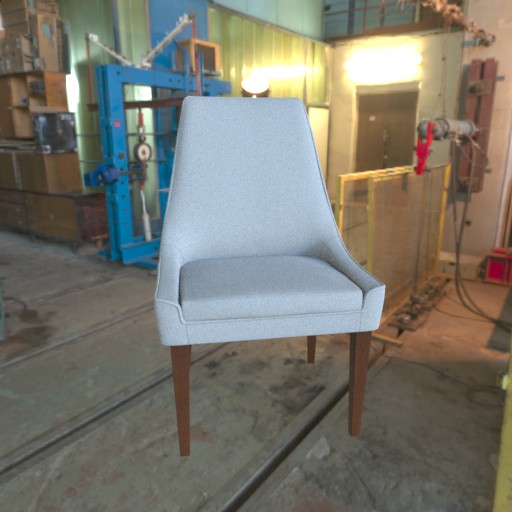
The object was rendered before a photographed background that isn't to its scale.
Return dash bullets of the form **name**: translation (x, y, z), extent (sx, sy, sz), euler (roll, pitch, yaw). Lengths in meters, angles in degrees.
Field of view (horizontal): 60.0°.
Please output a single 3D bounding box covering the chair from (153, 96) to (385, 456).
- **chair**: translation (0.000, 0.000, 1.219), extent (0.529, 0.861, 0.544), euler (-3, 16, -9)
